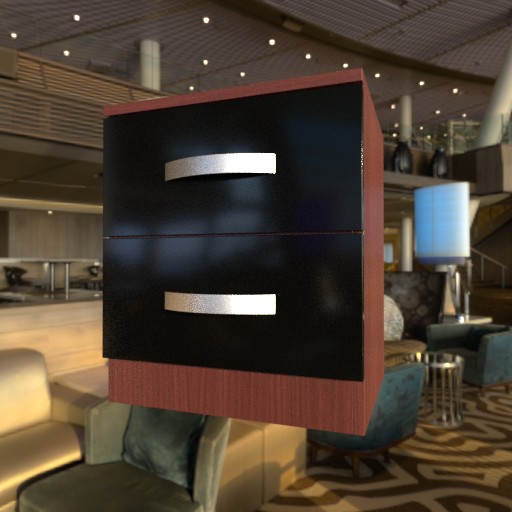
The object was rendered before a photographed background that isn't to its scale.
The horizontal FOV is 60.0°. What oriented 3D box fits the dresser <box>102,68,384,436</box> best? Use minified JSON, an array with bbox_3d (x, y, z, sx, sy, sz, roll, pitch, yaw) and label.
[{"bbox_3d":[0.000,0.000,0.770,0.400,0.470,0.360,0,-1,20],"label":"dresser"}]
